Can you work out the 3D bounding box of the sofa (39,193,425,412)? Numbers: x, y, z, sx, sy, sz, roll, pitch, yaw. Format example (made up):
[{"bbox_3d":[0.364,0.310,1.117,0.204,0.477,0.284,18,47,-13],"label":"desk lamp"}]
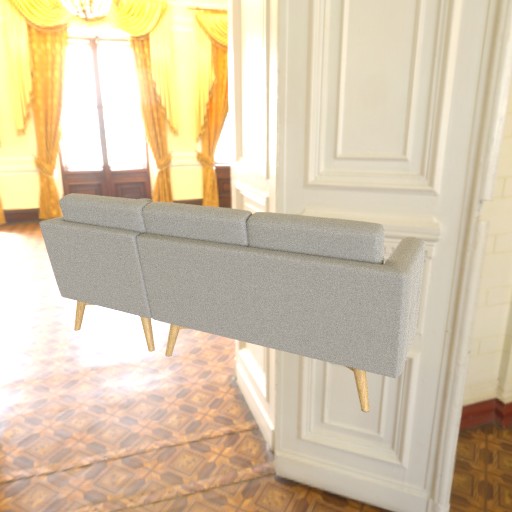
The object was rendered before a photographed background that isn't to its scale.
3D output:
[{"bbox_3d":[0.000,0.000,2.816,2.040,0.860,1.530,8,19,25],"label":"sofa"}]
